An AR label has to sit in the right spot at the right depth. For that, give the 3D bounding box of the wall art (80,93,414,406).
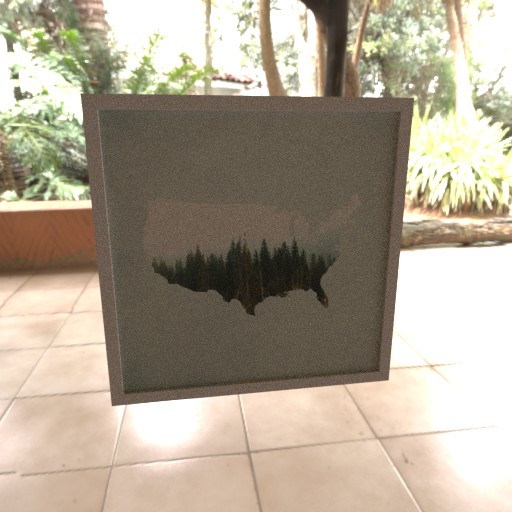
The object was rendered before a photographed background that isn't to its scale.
[{"bbox_3d":[0.000,0.000,1.121,0.762,0.762,0.038,-3,16,-9],"label":"wall art"}]
